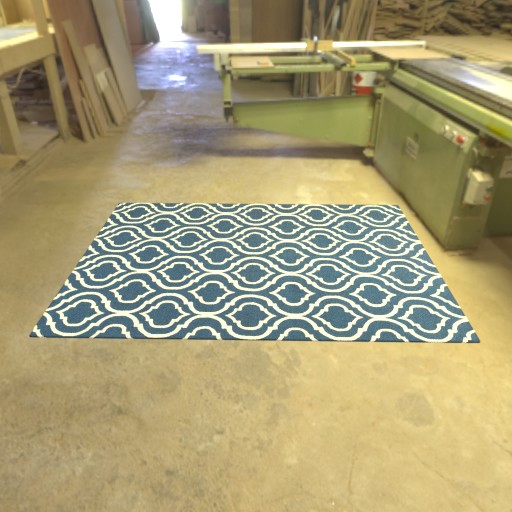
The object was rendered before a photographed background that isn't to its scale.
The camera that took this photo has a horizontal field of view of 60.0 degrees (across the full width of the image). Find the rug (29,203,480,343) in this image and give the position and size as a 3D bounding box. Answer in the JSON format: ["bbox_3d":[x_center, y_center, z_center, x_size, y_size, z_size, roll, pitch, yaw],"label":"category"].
[{"bbox_3d":[0.000,0.000,2.737,2.134,0.010,1.524,1,31,1],"label":"rug"}]
